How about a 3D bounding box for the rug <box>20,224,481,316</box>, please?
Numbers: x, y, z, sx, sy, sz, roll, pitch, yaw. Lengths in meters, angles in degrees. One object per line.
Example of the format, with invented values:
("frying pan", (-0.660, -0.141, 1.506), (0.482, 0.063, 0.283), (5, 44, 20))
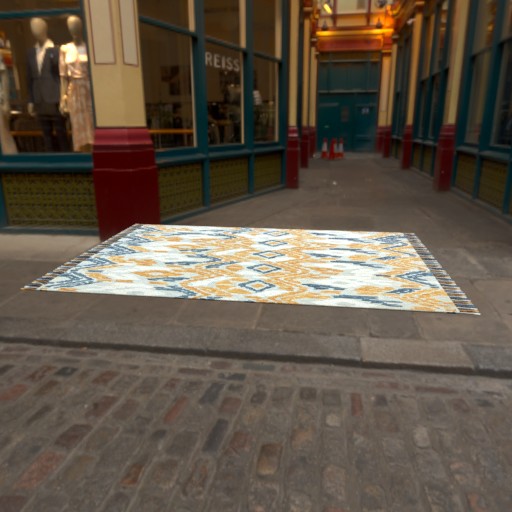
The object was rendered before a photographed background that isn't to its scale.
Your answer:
("rug", (0.000, 0.000, 2.308), (1.827, 0.008, 1.230), (2, 17, 8))
